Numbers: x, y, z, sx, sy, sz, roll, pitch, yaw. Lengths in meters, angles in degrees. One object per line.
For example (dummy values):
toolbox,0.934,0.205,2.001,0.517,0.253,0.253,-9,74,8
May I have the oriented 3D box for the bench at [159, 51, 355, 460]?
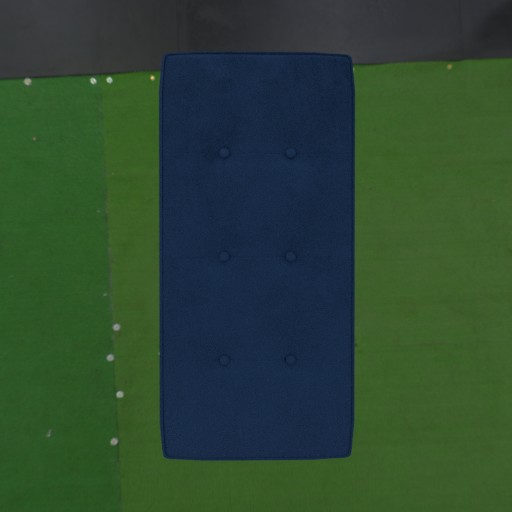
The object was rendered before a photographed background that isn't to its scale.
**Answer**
bench,0.000,0.000,1.300,0.489,0.467,1.010,0,91,-1
